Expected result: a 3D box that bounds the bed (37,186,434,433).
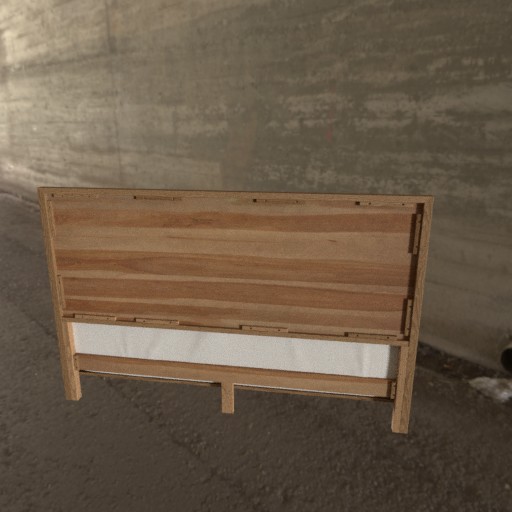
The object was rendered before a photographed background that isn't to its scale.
[{"bbox_3d":[0.000,0.000,3.418,2.013,1.295,2.184,3,16,9],"label":"bed"}]
